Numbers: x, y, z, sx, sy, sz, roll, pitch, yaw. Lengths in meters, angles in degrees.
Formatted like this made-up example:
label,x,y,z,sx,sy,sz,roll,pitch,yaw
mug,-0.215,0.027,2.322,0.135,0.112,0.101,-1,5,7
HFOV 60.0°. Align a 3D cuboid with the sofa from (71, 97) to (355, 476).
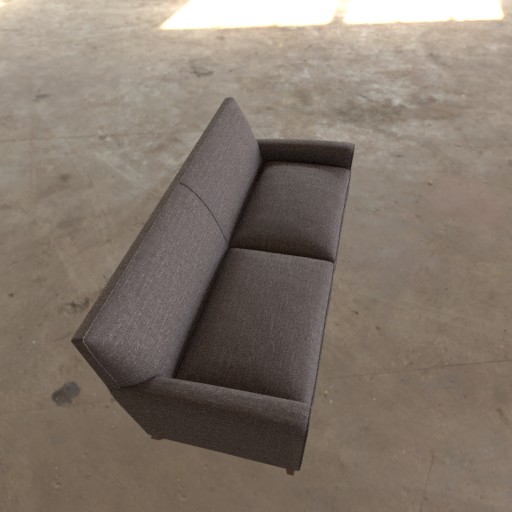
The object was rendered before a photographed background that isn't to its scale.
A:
label,x,y,z,sx,sy,sz,roll,pitch,yaw
sofa,0.000,0.000,2.413,0.875,0.846,1.976,10,46,10
